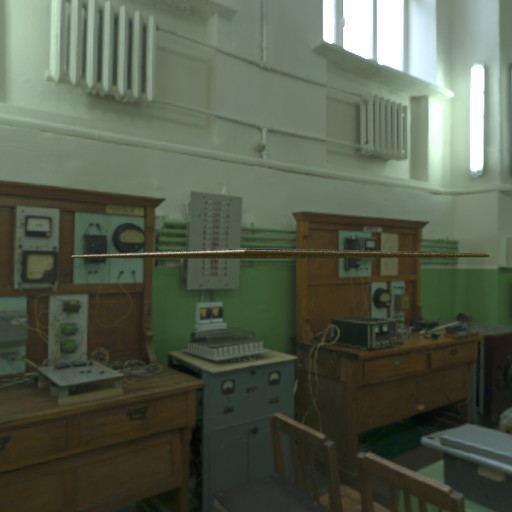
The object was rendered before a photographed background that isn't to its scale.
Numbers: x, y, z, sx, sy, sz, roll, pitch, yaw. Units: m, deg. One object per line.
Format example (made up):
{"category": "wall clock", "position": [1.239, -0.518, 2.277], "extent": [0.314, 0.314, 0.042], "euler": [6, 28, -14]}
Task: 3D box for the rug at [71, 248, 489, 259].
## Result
{"category": "rug", "position": [0.000, 0.000, 4.048], "extent": [2.435, 0.031, 3.040], "euler": [0, -1, -37]}
